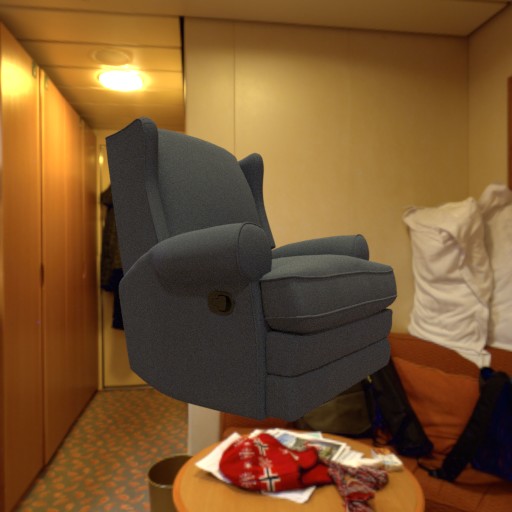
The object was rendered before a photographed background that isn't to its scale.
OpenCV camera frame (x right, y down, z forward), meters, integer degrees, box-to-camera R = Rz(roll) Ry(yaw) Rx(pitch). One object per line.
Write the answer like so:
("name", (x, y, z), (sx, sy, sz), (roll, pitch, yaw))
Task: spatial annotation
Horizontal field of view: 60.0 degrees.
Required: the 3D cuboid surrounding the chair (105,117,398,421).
("chair", (0.000, 0.000, 1.733), (0.877, 1.020, 0.971), (0, 0, 35))
